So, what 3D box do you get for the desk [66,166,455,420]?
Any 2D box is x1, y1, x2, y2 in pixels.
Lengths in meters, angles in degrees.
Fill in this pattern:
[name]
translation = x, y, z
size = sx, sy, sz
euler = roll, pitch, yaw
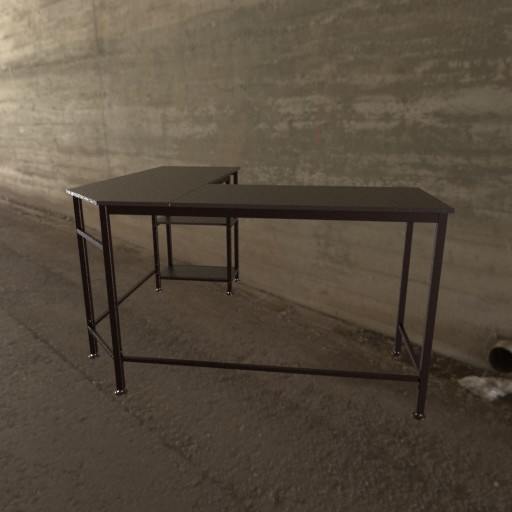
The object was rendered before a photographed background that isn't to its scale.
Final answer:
[desk]
translation = 0.000, 0.000, 2.166
size = 1.379, 0.739, 1.379
euler = 2, 16, 7
